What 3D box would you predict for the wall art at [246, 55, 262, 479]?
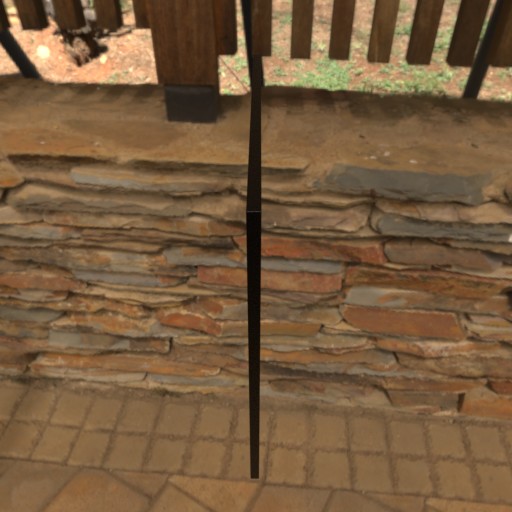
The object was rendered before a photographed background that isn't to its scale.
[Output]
[{"bbox_3d":[0.000,0.000,0.674,0.012,0.458,0.457,0,39,0],"label":"wall art"}]
